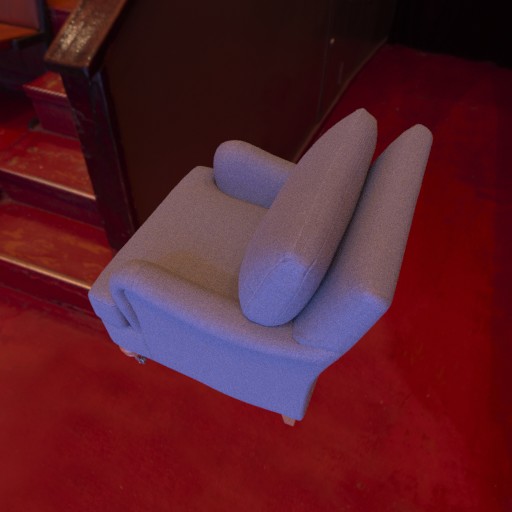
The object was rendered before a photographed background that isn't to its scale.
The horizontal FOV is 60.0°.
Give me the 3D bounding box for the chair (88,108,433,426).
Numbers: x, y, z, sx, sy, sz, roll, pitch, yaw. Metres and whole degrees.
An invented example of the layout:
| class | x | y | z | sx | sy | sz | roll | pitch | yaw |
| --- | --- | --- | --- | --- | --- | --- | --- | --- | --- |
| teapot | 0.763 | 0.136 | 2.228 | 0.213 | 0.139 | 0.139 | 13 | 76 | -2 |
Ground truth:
| class | x | y | z | sx | sy | sz | roll | pitch | yaw |
| --- | --- | --- | --- | --- | --- | --- | --- | --- | --- |
| chair | 0.000 | 0.000 | 1.827 | 1.070 | 1.038 | 0.955 | 17 | 49 | 15 |
